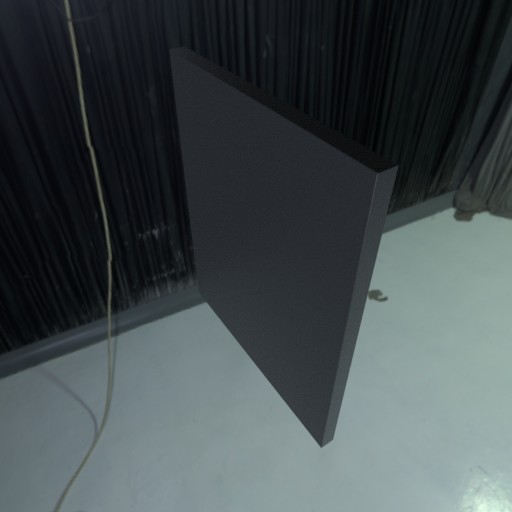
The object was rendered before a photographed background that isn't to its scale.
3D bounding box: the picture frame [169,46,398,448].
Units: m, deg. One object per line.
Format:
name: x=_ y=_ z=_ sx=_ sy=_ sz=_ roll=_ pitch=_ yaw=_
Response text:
picture frame: x=0.000 y=0.000 z=0.753 sx=0.028 sy=0.556 sz=0.460 roll=-24 pitch=46 yaw=-25
